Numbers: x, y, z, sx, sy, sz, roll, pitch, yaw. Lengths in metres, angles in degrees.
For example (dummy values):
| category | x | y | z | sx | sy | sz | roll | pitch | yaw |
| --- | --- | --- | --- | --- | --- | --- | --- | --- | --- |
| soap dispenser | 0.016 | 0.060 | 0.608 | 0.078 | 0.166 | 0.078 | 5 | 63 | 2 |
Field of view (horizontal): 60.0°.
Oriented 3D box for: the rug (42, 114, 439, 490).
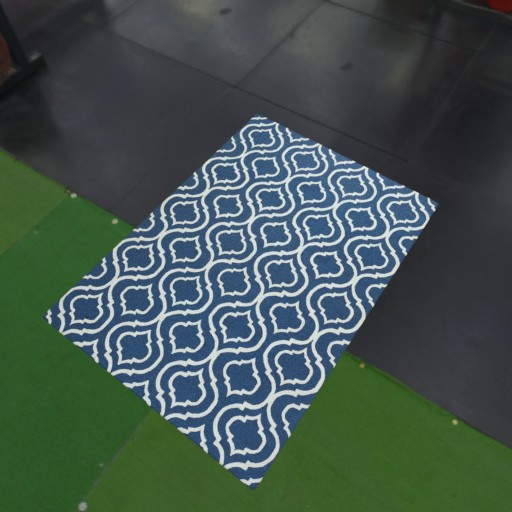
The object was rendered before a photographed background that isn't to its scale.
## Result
| category | x | y | z | sx | sy | sz | roll | pitch | yaw |
| --- | --- | --- | --- | --- | --- | --- | --- | --- | --- |
| rug | 0.000 | 0.000 | 2.788 | 1.524 | 0.010 | 2.134 | 32 | 64 | 18 |
